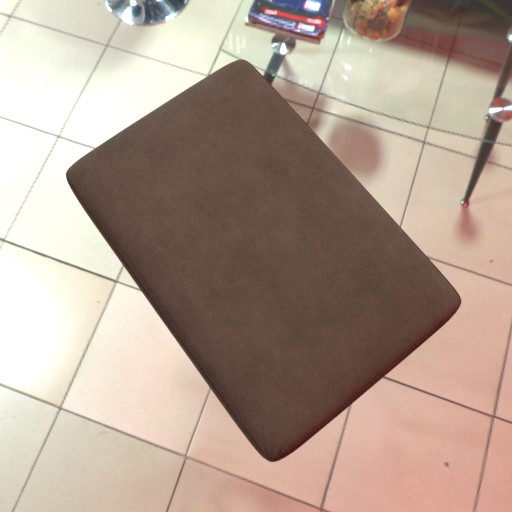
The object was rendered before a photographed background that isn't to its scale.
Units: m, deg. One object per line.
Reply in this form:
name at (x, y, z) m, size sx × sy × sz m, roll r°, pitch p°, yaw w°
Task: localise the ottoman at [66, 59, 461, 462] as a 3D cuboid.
ottoman at (0.000, 0.000, 1.210) m, size 0.584 × 0.483 × 0.864 m, roll -36°, pitch 77°, yaw -10°
